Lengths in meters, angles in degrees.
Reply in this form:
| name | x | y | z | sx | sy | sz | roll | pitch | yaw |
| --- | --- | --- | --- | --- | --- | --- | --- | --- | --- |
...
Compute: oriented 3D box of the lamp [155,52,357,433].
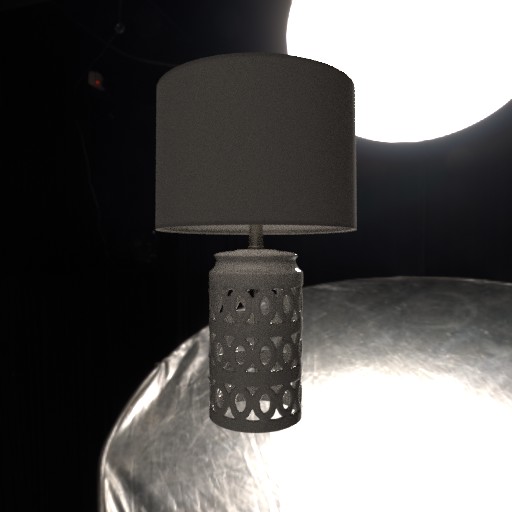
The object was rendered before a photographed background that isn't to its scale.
| name | x | y | z | sx | sy | sz | roll | pitch | yaw |
| --- | --- | --- | --- | --- | --- | --- | --- | --- | --- |
| lamp | 0.000 | 0.000 | 0.698 | 0.310 | 0.502 | 0.310 | 0 | 1 | 0 |
